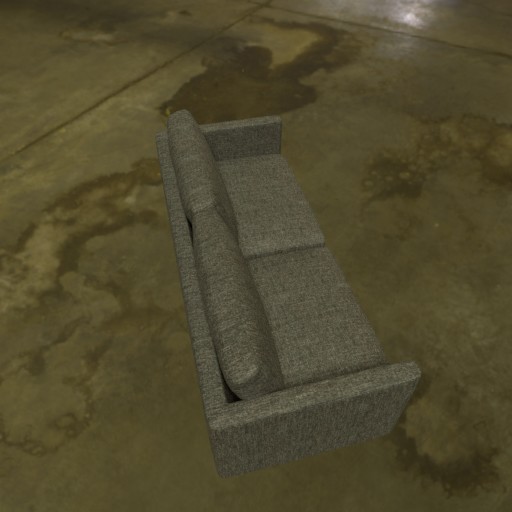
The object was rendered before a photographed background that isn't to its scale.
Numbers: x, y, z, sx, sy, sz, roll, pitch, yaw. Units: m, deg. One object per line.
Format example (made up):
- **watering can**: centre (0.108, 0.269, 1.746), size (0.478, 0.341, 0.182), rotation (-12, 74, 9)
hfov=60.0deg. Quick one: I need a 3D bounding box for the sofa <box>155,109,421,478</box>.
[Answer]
- **sofa**: centre (0.000, 0.000, 2.700), size (0.948, 0.960, 2.208), rotation (-11, 48, -10)
